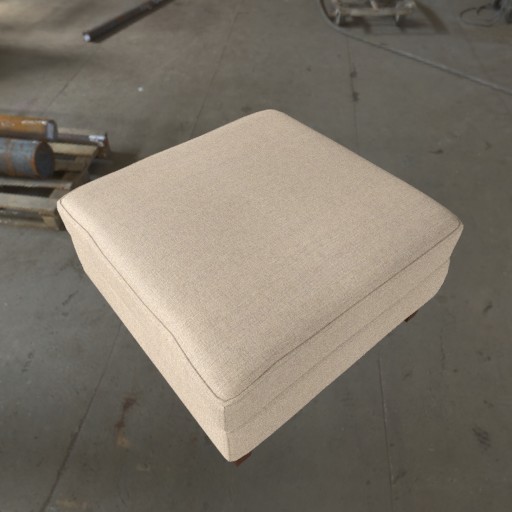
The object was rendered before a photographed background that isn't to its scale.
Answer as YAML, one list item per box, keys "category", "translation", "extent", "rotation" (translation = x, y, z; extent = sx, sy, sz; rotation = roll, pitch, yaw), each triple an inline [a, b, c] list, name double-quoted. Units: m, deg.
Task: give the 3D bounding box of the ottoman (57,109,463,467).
- category: "ottoman"
  translation: [0.000, 0.000, 1.354]
  extent: [0.838, 0.481, 0.838]
  rotation: [-31, 54, -26]
